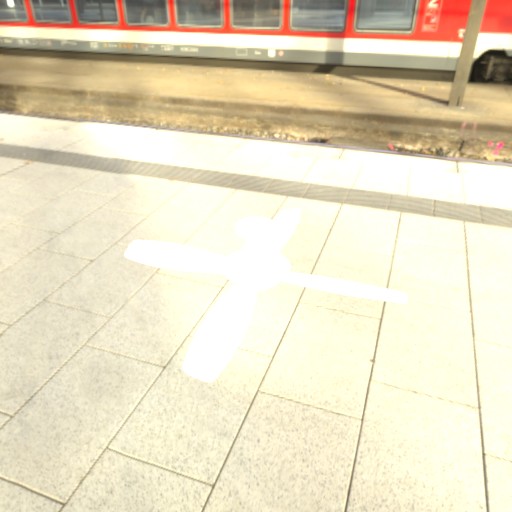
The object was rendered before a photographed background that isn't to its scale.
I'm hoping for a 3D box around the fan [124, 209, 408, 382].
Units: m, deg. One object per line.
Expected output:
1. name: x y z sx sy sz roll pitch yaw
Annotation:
1. fan: 0.000 0.000 2.520 1.694 0.382 1.693 10 33 15
